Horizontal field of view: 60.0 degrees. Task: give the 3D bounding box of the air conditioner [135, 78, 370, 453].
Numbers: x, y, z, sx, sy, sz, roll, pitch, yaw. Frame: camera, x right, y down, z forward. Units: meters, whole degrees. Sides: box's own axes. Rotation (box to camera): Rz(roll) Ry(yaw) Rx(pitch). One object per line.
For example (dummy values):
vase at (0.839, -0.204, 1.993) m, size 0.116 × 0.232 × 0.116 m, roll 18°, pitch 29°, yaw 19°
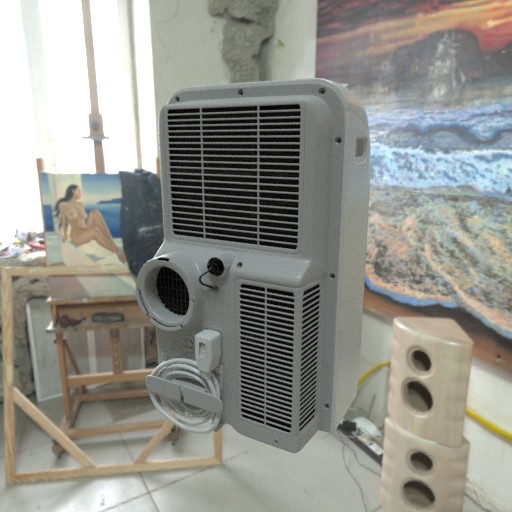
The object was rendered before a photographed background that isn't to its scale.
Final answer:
air conditioner at (0.000, 0.000, 1.051) m, size 0.449 × 0.786 × 0.414 m, roll 8°, pitch 17°, yaw 28°
